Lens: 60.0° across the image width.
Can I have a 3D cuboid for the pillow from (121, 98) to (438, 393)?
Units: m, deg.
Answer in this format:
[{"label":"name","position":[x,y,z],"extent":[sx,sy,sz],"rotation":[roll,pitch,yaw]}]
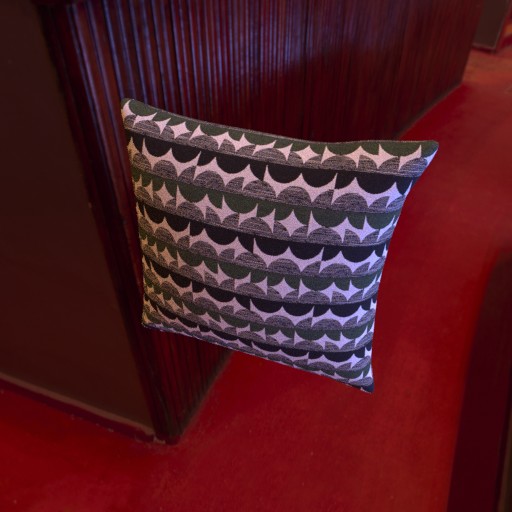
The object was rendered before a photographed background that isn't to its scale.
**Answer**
[{"label":"pillow","position":[0.000,0.000,0.656],"extent":[0.419,0.404,0.180],"rotation":[13,42,15]}]
